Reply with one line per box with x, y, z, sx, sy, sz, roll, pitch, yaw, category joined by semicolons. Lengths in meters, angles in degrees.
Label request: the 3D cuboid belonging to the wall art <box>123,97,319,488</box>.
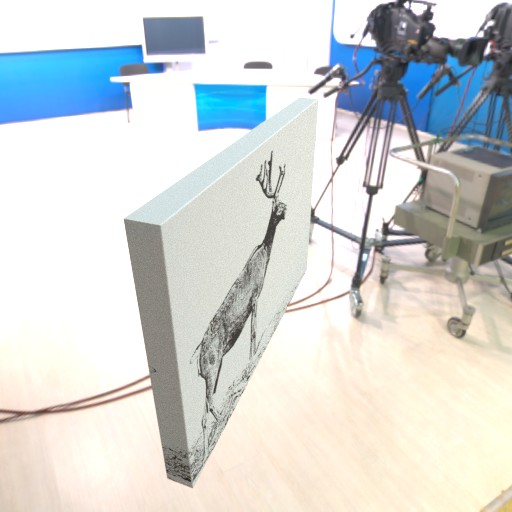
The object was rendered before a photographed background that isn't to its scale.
0.000;0.000;0.768;0.042;0.414;0.608;11;32;18;wall art
